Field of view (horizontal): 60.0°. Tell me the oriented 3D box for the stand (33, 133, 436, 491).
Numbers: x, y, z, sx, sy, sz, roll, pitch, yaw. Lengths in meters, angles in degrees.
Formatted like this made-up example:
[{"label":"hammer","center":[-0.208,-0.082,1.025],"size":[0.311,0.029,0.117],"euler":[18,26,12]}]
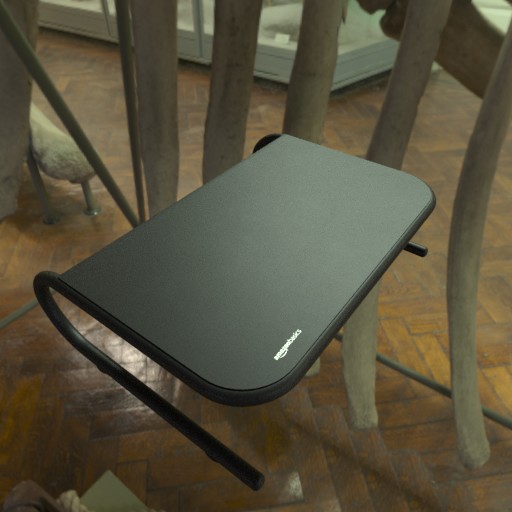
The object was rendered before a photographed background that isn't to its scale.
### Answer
[{"label":"stand","center":[0.000,0.000,0.493],"size":[0.280,0.108,0.370],"euler":[26,47,27]}]
